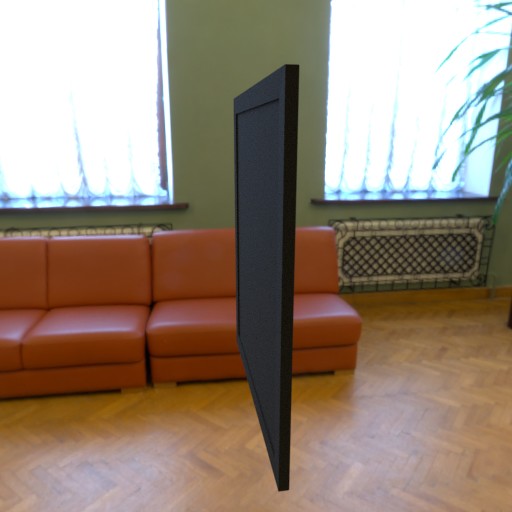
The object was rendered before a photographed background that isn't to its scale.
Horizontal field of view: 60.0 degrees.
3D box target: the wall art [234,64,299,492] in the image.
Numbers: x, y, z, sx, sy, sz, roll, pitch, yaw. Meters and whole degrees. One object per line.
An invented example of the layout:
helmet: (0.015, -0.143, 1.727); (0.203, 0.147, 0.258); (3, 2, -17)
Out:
wall art: (0.000, 0.000, 0.505); (0.010, 0.361, 0.311); (-3, 15, -9)
